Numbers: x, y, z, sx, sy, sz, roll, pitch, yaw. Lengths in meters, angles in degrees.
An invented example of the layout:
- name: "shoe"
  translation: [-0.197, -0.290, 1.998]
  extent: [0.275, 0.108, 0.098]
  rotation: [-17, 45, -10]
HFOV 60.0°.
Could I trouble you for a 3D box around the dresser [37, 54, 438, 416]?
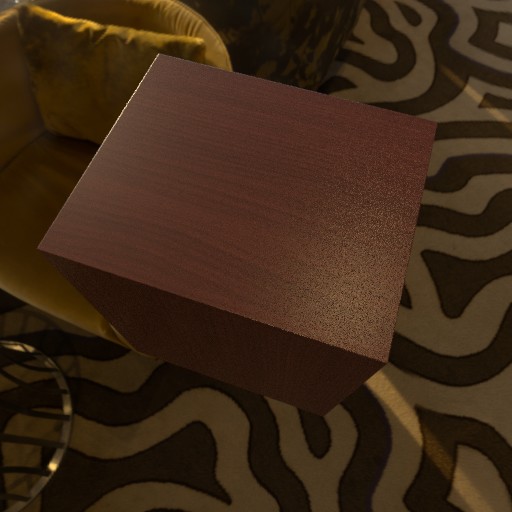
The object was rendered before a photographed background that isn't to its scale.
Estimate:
- name: "dresser"
  translation: [0.000, 0.000, 0.757]
  extent: [0.400, 0.470, 0.360]
  rotation: [17, 65, 8]
